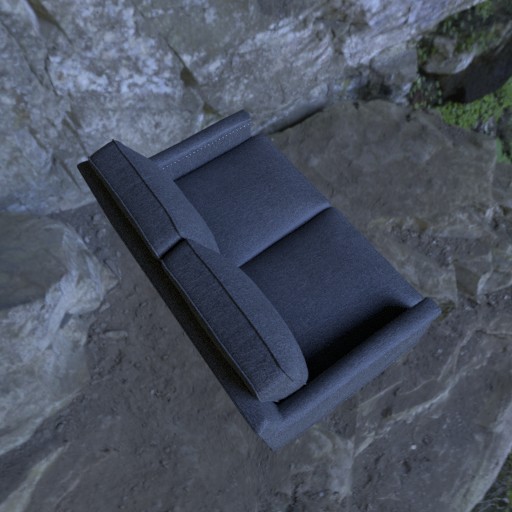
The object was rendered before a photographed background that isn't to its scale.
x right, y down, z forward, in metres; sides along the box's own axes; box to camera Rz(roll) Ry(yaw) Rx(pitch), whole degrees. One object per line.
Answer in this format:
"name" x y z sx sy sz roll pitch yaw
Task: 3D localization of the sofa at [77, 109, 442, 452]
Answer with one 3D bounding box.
"sofa" 0.000 0.000 2.283 1.084 1.003 1.597 -32 65 -17
